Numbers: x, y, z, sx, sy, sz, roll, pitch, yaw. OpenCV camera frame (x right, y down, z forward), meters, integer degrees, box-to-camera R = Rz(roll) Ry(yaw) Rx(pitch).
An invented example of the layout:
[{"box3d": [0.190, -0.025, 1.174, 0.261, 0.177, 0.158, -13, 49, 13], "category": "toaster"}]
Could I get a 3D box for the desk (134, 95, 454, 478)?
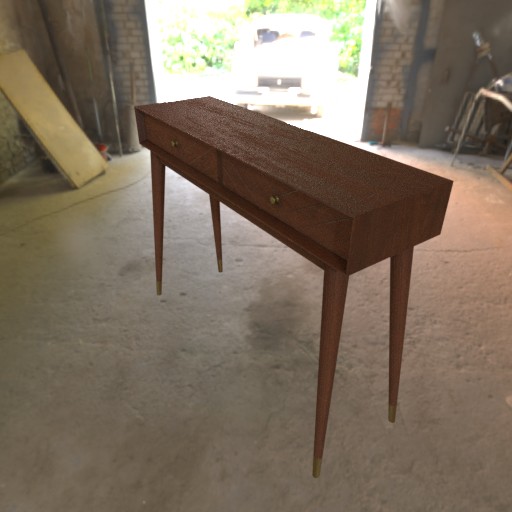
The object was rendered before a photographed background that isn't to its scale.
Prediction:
[{"box3d": [0.000, 0.000, 1.668, 0.384, 0.917, 1.204, -20, 37, -29], "category": "desk"}]
